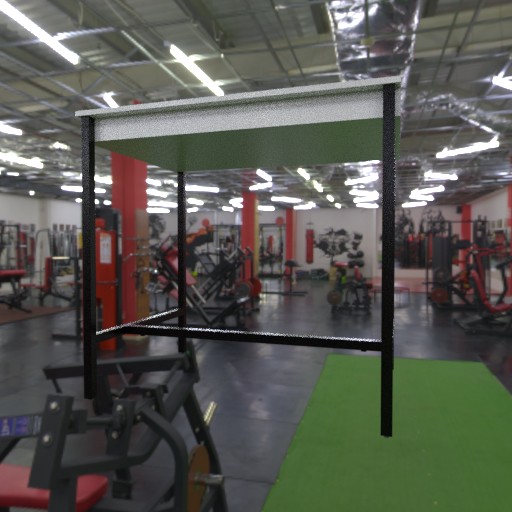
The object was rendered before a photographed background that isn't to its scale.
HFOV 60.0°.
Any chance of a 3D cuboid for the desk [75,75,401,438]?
[{"bbox_3d":[0.000,0.000,1.321,0.811,0.766,0.573,0,1,18],"label":"desk"}]
